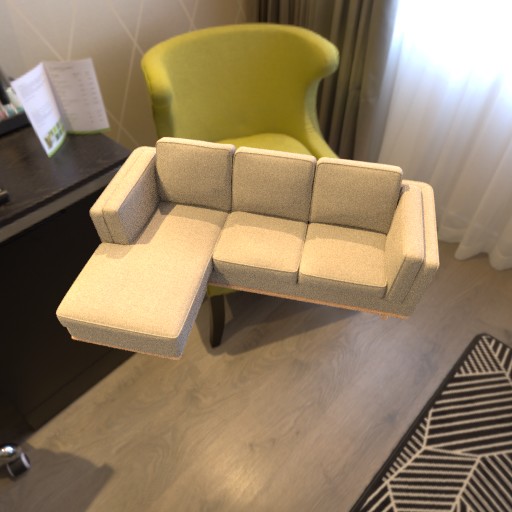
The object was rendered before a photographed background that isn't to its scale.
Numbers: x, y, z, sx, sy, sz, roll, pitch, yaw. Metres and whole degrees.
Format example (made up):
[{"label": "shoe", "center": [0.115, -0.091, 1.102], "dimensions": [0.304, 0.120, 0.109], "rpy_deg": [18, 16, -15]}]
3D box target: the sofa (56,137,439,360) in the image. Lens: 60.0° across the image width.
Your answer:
[{"label": "sofa", "center": [0.000, 0.000, 3.214], "dimensions": [2.411, 0.929, 1.604], "rpy_deg": [9, 47, 9]}]
